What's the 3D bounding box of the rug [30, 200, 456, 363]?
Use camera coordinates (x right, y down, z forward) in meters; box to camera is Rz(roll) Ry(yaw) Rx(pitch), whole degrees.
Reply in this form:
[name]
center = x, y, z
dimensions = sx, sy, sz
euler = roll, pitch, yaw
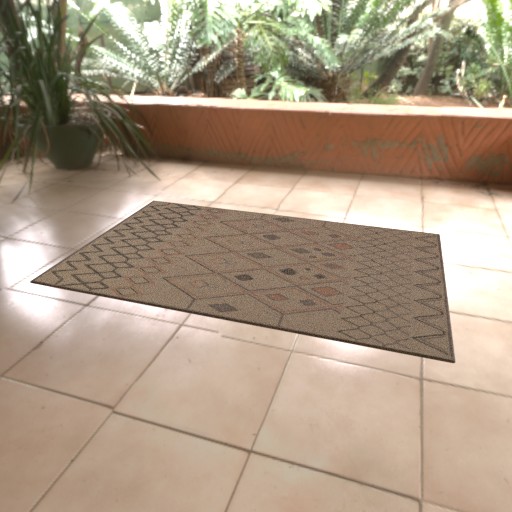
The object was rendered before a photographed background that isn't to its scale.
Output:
[rug]
center = 0.000, 0.000, 3.041
dimensions = 2.438, 0.015, 1.524
euler = 8, 28, 16
